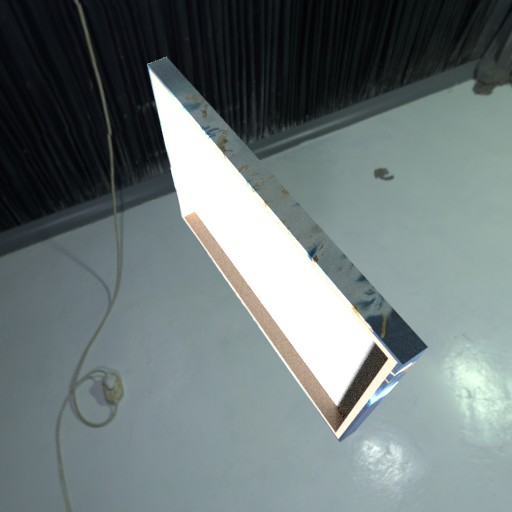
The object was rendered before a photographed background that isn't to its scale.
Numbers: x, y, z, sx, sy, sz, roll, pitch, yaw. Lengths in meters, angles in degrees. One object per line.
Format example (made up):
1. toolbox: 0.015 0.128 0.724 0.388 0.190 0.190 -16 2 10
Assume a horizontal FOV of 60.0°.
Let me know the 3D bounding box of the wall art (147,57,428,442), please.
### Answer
1. wall art: 0.000 0.000 0.766 0.036 0.405 0.607 -28 61 -17
